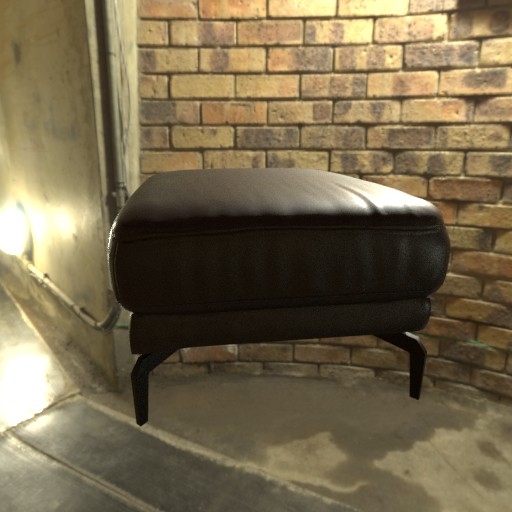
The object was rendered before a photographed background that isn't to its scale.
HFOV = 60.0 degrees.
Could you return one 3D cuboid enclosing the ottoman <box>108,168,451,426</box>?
[{"bbox_3d":[0.000,0.000,1.067,0.570,0.402,0.764,-2,16,-9],"label":"ottoman"}]
